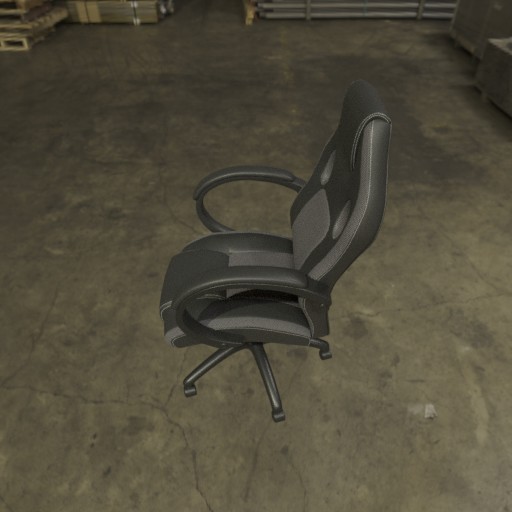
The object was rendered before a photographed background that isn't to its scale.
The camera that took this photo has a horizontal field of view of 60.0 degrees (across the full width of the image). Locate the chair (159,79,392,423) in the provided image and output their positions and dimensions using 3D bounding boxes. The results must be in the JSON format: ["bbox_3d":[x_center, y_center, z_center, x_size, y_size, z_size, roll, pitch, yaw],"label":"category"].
[{"bbox_3d":[0.000,0.000,1.618,0.724,1.187,0.673,0,41,0],"label":"chair"}]
